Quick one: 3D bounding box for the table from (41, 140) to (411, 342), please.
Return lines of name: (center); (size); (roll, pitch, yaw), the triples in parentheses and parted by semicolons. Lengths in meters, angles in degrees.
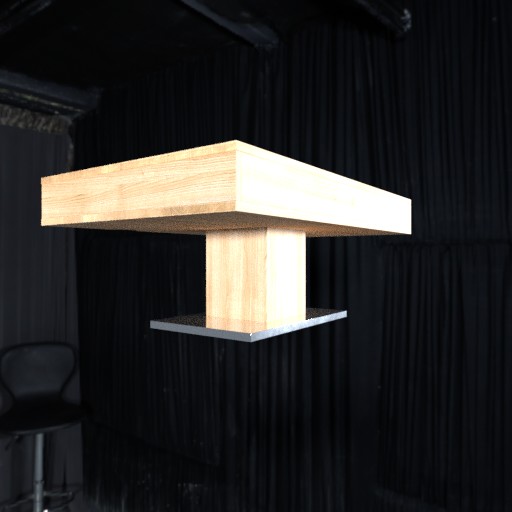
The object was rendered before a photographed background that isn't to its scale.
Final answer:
table: (0.000, 0.000, 1.490); (0.700, 0.440, 1.100); (0, 0, 36)
